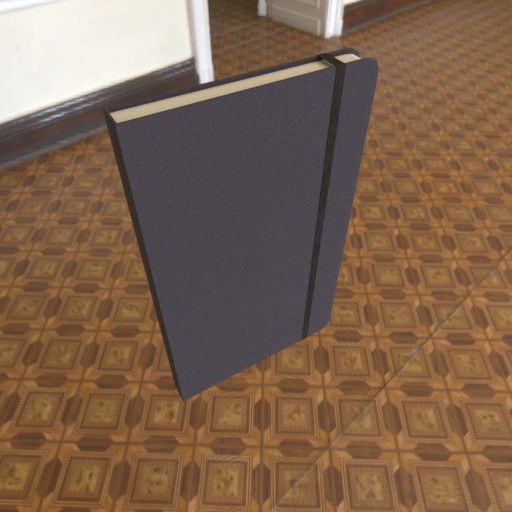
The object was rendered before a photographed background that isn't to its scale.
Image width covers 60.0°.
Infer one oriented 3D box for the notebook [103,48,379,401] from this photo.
[{"bbox_3d":[0.000,0.000,0.262,0.127,0.213,0.016,-23,50,-21],"label":"notebook"}]
